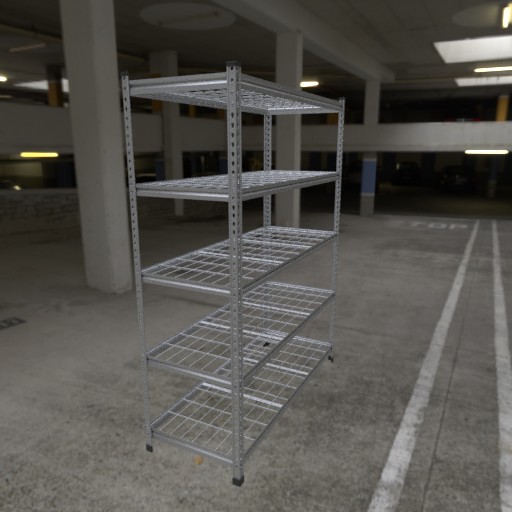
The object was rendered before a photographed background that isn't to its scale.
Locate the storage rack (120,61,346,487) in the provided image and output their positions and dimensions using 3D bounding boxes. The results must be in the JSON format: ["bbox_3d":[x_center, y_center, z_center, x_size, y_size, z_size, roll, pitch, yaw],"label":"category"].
[{"bbox_3d":[0.000,0.000,2.771,0.610,1.981,1.524,7,16,26],"label":"storage rack"}]
